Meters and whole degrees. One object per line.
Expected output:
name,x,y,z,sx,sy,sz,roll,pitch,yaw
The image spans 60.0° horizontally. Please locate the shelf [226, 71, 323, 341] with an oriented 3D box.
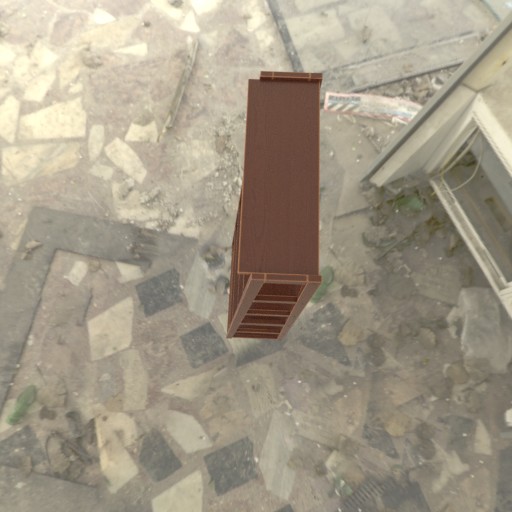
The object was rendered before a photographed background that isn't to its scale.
shelf,0.000,0.000,2.184,0.381,1.892,0.660,2,75,1
